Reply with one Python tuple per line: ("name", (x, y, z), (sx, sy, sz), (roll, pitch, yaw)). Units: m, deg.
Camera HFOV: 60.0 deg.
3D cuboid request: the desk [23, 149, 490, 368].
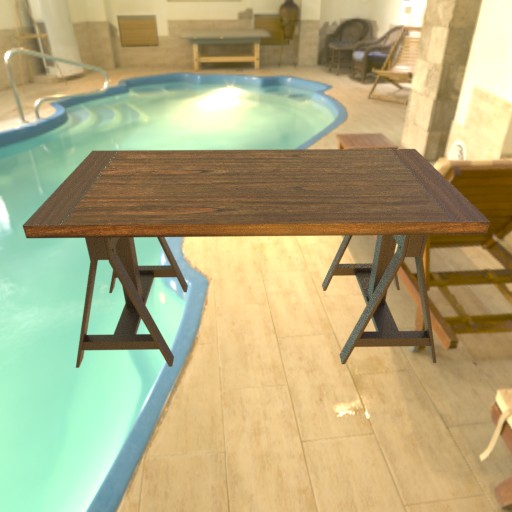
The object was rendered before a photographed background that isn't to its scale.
("desk", (0.000, 0.000, 1.967), (1.543, 0.725, 0.784), (-1, 31, -1))
